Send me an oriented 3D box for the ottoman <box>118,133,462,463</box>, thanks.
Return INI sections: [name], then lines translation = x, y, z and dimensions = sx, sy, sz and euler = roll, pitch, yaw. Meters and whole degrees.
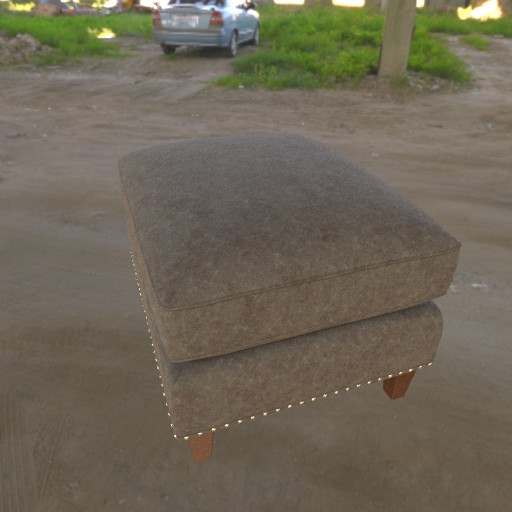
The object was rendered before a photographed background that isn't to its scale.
[ottoman]
translation = 0.000, 0.000, 1.124
dimensions = 0.584, 0.513, 0.741
euler = -11, 33, -17
